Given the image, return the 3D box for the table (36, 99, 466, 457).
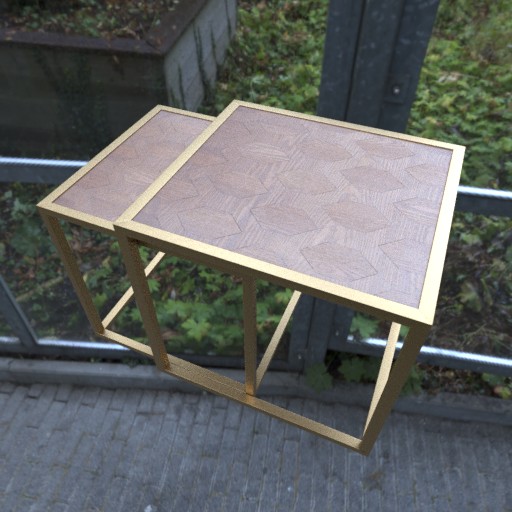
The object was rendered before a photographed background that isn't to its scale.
[{"bbox_3d":[0.000,0.000,1.072,0.762,0.505,0.505,17,48,16],"label":"table"}]
